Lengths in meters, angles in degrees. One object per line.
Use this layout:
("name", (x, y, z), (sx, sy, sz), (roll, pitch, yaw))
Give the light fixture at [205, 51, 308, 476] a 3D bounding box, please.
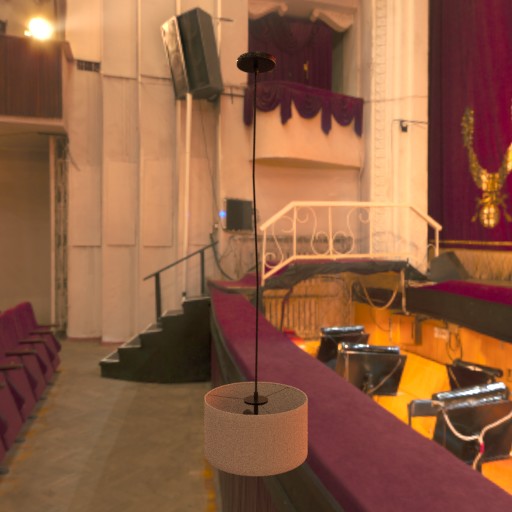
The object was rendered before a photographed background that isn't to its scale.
("light fixture", (0.000, 0.000, 1.722), (0.399, 1.516, 0.399), (0, 0, 0))
